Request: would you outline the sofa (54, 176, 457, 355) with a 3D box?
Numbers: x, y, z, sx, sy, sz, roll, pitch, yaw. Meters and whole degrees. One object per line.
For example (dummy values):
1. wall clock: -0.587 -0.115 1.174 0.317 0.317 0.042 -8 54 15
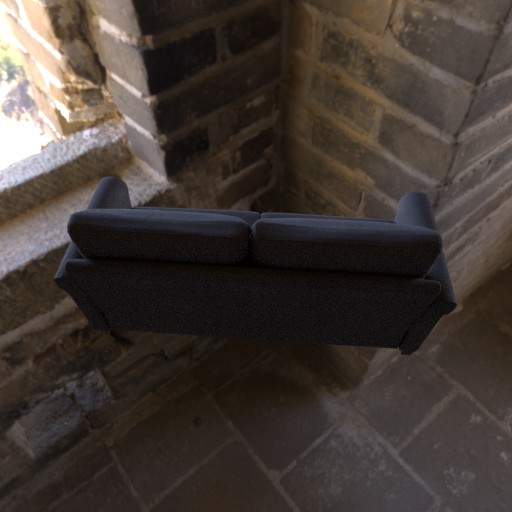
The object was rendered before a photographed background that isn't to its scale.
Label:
1. sofa: 0.000 0.000 2.407 1.935 0.942 0.842 3 47 3
